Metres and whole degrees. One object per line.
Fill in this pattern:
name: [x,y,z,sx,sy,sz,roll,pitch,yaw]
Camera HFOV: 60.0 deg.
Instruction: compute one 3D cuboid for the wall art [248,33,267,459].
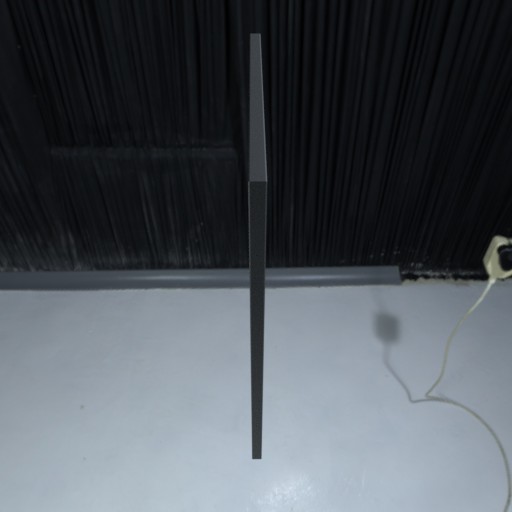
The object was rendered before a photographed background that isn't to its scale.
wall art: [0.000,0.000,1.337,0.030,1.027,0.774,0,42,0]
